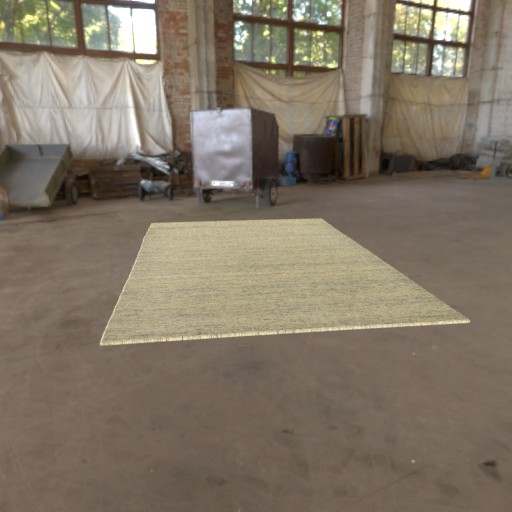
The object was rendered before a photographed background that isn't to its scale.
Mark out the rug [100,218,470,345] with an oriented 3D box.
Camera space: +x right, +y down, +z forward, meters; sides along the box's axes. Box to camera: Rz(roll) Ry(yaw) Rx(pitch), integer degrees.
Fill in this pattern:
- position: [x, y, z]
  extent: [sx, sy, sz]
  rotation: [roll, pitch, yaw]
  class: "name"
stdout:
- position: [0.000, 0.000, 2.321]
  extent: [1.243, 0.014, 1.846]
  rotation: [-2, 16, -8]
  class: "rug"
